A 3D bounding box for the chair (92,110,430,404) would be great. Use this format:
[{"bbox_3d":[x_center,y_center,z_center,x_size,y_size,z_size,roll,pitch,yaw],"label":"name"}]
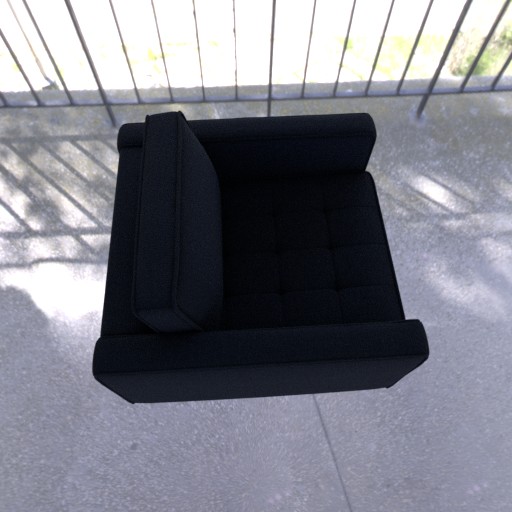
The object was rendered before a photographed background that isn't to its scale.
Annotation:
[{"bbox_3d":[0.000,0.000,1.541,0.920,0.770,0.899,-3,62,-2],"label":"chair"}]
